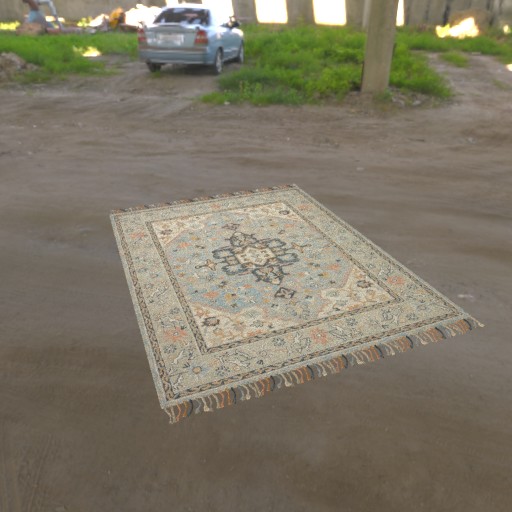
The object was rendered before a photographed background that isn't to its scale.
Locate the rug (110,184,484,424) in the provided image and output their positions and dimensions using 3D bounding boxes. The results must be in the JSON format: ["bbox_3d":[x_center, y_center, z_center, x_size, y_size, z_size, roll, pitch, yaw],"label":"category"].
[{"bbox_3d":[0.000,0.000,2.250,1.278,0.009,1.730,-11,32,-19],"label":"rug"}]
